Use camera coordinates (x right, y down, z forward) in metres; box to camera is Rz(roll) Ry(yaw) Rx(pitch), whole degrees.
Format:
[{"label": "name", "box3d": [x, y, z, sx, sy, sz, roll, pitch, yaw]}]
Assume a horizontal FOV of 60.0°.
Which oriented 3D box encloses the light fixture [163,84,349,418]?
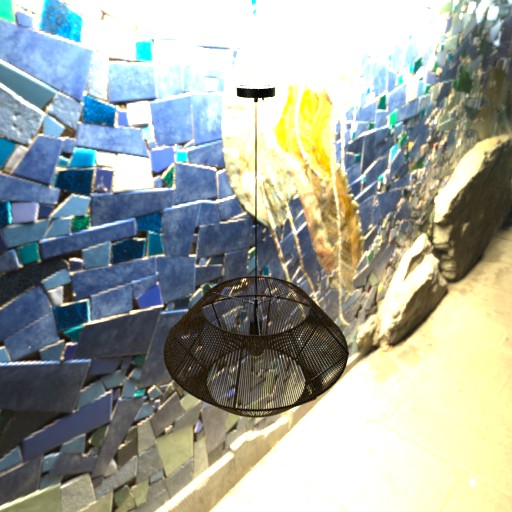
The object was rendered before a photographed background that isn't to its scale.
[{"label": "light fixture", "box3d": [0.000, 0.000, 1.405, 0.643, 1.009, 0.643, 0, 26, 0]}]
